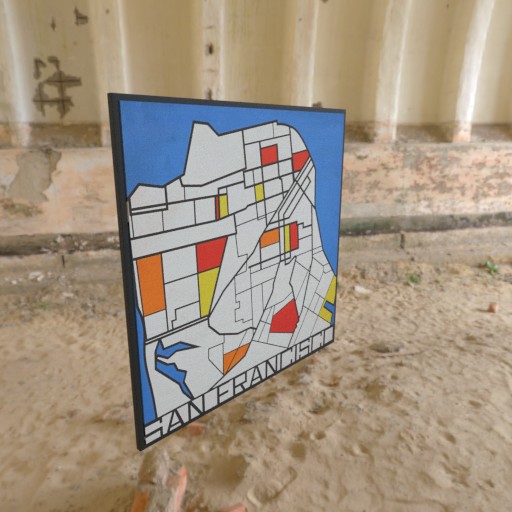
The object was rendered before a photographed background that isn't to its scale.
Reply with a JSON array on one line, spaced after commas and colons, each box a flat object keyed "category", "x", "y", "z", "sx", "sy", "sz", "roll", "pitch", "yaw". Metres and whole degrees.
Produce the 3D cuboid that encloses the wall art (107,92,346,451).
[{"category": "wall art", "x": 0.000, "y": 0.000, "z": 1.015, "sx": 0.015, "sy": 0.663, "sz": 0.664, "roll": 14, "pitch": 21, "yaw": 42}]
